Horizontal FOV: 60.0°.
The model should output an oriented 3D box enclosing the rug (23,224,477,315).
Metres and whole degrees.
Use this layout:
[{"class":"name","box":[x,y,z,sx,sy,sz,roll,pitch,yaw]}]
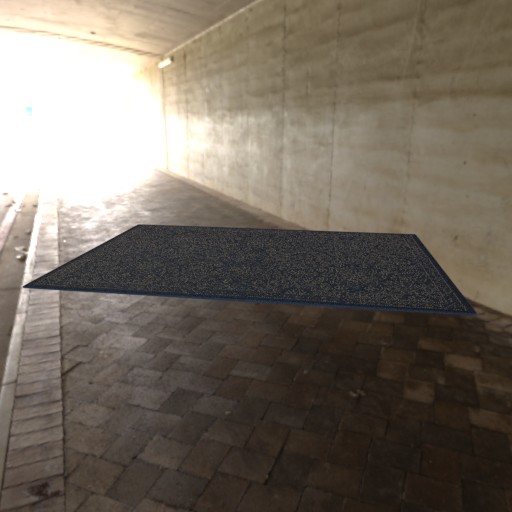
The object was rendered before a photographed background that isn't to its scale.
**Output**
[{"class":"rug","box":[0.000,0.000,2.326,1.829,0.010,1.219,3,17,9]}]
